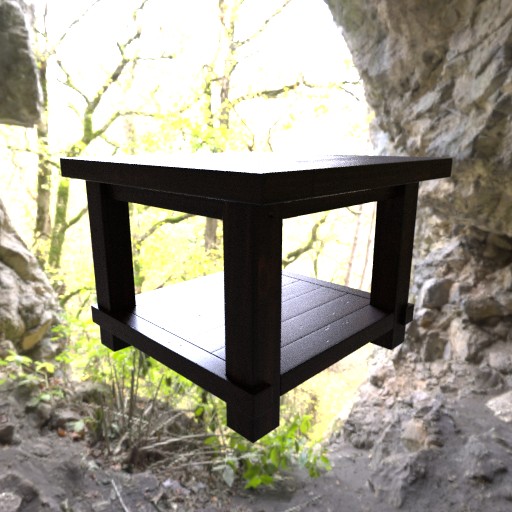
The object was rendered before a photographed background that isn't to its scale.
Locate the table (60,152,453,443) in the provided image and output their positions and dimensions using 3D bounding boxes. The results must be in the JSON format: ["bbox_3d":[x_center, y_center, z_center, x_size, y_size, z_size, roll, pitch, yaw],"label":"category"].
[{"bbox_3d":[0.000,0.000,1.009,0.606,0.437,0.593,14,20,43],"label":"table"}]
